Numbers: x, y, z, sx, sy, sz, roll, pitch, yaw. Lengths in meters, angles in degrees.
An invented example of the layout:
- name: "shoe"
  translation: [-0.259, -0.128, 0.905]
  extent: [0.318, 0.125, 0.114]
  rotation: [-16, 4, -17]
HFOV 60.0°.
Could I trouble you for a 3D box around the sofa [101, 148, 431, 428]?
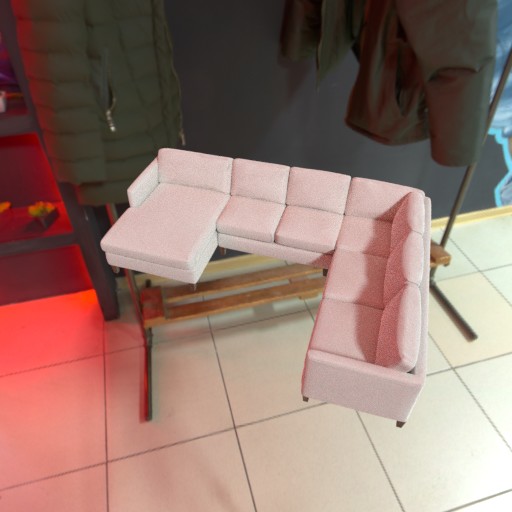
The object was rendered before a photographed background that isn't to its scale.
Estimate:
- name: "sofa"
  translation: [0.000, 0.000, 4.741]
  extent: [3.459, 0.956, 2.593]
  rotation: [12, 44, 12]
